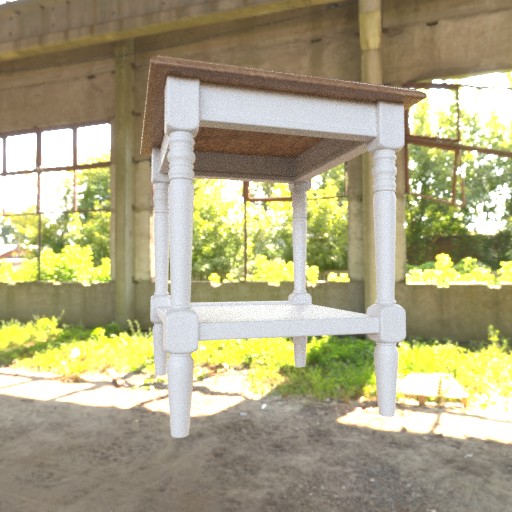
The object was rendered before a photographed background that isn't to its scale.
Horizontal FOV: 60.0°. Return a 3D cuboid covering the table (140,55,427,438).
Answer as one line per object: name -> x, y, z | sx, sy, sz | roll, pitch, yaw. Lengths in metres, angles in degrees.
table -> 0.000, 0.000, 0.923 | 0.457, 0.561, 0.508 | 1, -2, -16
